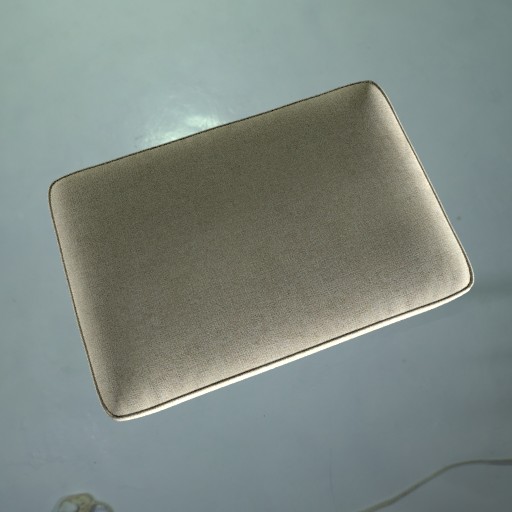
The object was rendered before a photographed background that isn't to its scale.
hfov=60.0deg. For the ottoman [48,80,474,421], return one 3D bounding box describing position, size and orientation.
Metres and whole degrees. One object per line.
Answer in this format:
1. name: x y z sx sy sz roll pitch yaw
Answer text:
1. ottoman: 0.000 0.000 1.195 0.862 0.484 0.583 -19 75 -5
